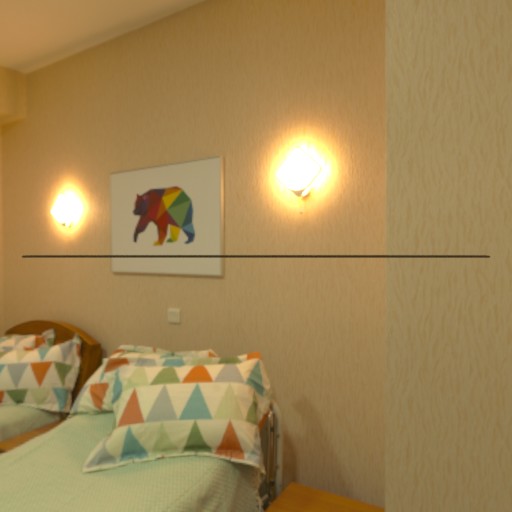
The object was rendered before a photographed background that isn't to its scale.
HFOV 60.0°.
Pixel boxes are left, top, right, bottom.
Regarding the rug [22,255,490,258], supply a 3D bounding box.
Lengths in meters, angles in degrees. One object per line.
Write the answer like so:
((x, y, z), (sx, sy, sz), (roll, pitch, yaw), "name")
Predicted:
((0.000, 0.000, 2.762), (2.133, 0.012, 1.523), (0, 0, 0), "rug")
